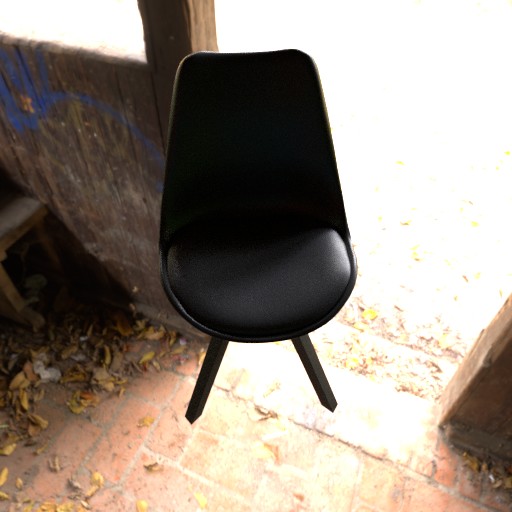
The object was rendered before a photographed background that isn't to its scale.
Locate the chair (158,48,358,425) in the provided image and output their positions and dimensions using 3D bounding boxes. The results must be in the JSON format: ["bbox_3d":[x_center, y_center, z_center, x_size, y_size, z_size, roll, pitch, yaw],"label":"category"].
[{"bbox_3d":[0.000,0.000,1.148,0.485,0.850,0.530,-3,47,-3],"label":"chair"}]
